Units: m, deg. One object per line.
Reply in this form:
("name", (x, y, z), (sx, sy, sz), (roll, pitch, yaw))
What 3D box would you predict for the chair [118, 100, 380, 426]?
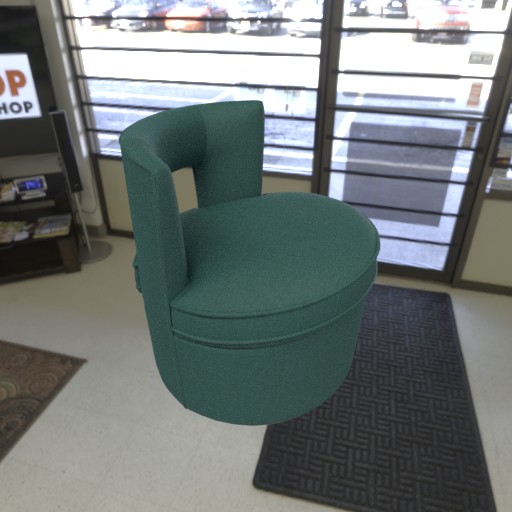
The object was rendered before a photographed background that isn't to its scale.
("chair", (0.000, 0.000, 1.239), (0.660, 0.711, 0.684), (10, 33, 16))
